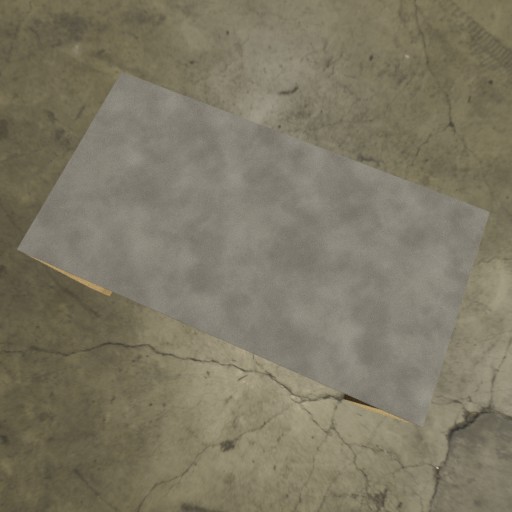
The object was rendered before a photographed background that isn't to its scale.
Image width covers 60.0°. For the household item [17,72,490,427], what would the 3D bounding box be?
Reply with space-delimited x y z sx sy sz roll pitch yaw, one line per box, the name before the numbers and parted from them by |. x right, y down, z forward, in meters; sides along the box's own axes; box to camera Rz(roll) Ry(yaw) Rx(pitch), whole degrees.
household item | 0.000 0.000 2.056 1.600 0.755 0.850 22 76 6
